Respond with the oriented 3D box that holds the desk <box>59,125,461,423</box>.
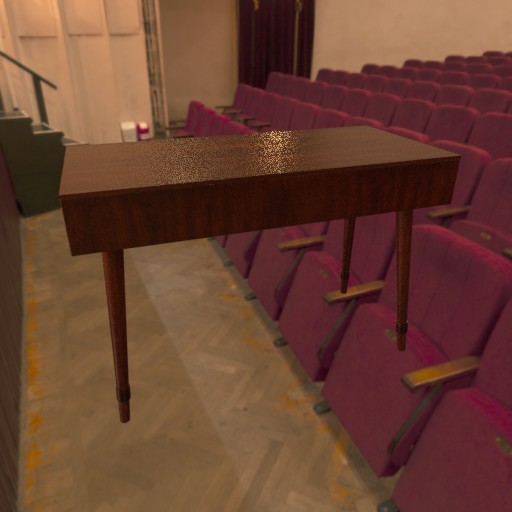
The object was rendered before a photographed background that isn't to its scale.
[{"bbox_3d":[0.000,0.000,2.170,1.577,1.031,0.734,-9,28,-17],"label":"desk"}]
